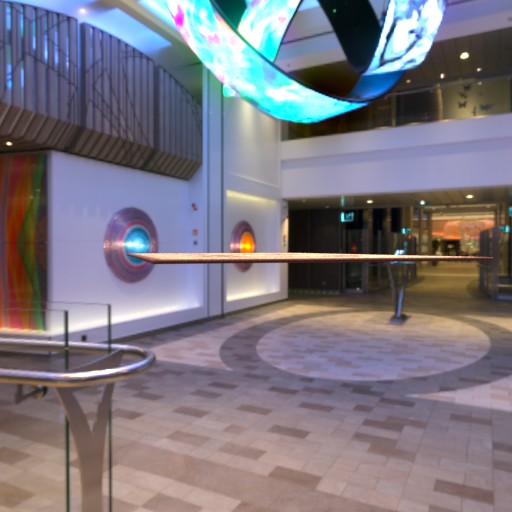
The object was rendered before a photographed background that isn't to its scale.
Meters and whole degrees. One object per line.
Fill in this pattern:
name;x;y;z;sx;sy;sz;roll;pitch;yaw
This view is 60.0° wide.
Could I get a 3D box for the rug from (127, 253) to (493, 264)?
rug;0.000;0.000;5.725;3.033;0.033;4.578;0;1;-18
